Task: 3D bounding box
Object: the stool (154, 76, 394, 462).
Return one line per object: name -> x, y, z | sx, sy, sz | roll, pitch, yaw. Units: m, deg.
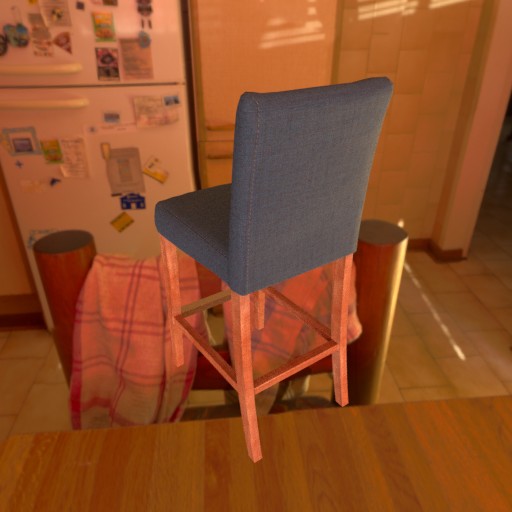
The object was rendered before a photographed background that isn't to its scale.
stool -> 0.000, 0.000, 1.407 | 0.454, 1.088, 0.574 | -19, 35, -30
